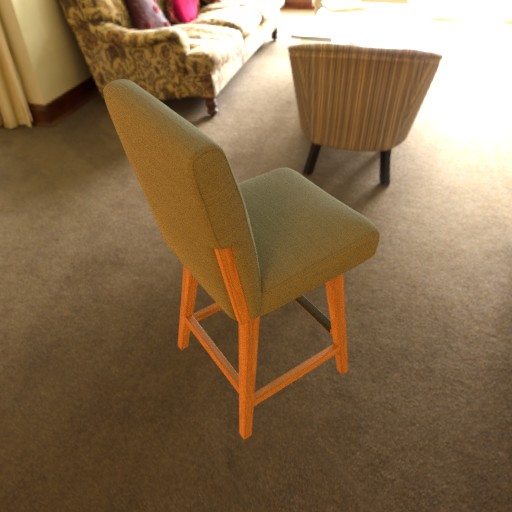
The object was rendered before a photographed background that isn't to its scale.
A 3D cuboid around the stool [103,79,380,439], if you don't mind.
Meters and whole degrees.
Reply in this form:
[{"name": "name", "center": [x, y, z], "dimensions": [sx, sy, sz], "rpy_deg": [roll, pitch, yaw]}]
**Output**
[{"name": "stool", "center": [0.000, 0.000, 1.306], "dimensions": [0.570, 1.019, 0.459], "rpy_deg": [-24, 46, -26]}]
